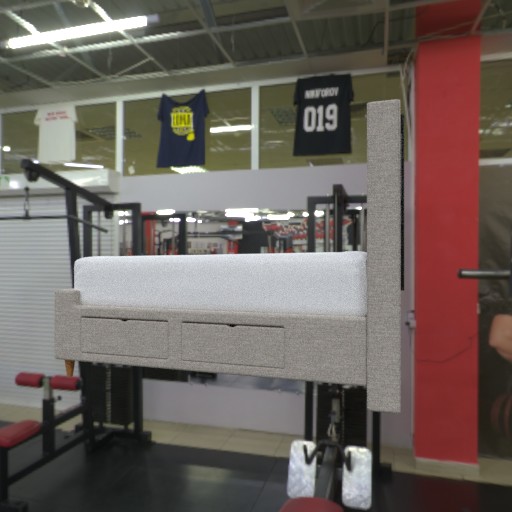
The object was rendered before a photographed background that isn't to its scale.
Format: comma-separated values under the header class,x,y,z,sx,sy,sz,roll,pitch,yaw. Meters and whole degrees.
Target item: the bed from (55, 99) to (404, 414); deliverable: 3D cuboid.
class,x,y,z,sx,sy,sz,roll,pitch,yaw
bed,0.000,0.000,3.761,2.372,1.748,2.044,0,0,18
